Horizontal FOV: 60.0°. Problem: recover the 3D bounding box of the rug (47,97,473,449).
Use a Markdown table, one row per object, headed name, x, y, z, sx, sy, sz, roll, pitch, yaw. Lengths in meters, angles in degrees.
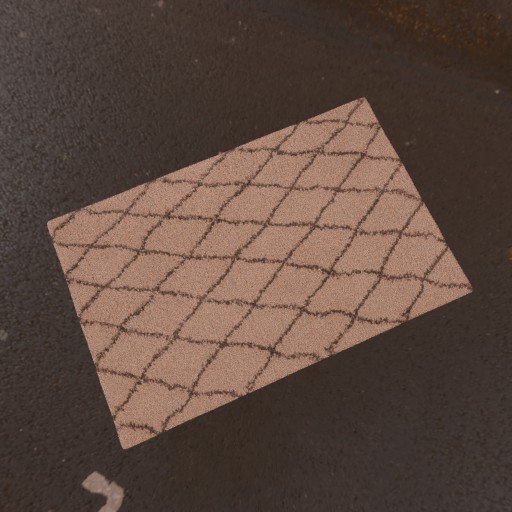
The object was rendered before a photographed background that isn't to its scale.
| name | x | y | z | sx | sy | sz | roll | pitch | yaw |
| --- | --- | --- | --- | --- | --- | --- | --- | --- | --- |
| rug | 0.000 | 0.000 | 3.347 | 2.743 | 0.030 | 1.778 | -23 | 77 | -6 |
